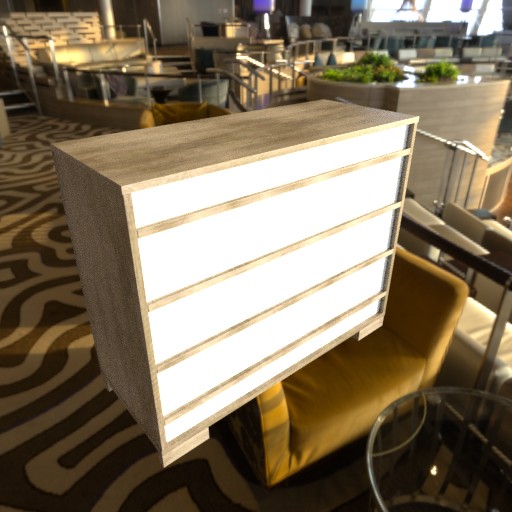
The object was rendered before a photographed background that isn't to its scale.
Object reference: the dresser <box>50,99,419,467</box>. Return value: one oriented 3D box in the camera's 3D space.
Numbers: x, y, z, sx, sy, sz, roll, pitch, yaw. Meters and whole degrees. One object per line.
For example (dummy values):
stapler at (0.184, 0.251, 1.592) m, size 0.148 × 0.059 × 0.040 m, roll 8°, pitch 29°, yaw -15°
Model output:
dresser at (0.000, 0.000, 1.437) m, size 0.994 × 0.816 × 0.404 m, roll -22°, pitch 36°, yaw -34°
